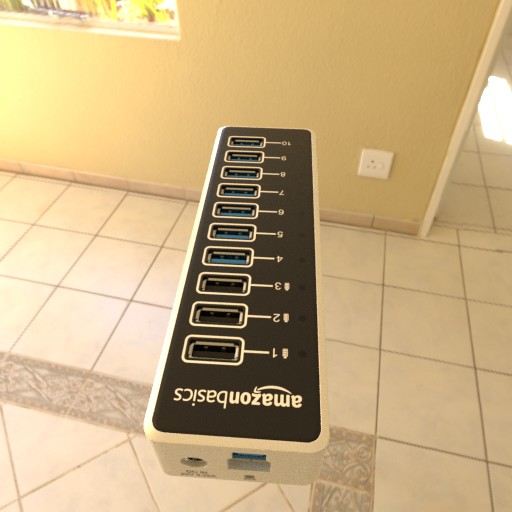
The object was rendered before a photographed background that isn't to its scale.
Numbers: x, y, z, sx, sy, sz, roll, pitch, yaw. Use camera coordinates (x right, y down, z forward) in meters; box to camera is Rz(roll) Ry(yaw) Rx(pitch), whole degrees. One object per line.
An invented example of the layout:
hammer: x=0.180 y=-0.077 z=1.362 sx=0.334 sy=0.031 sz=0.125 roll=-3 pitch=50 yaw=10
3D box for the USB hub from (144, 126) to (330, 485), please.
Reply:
USB hub: x=0.000 y=0.000 z=0.160 sx=0.044 sy=0.023 sz=0.145 roll=3 pitch=46 yaw=3
